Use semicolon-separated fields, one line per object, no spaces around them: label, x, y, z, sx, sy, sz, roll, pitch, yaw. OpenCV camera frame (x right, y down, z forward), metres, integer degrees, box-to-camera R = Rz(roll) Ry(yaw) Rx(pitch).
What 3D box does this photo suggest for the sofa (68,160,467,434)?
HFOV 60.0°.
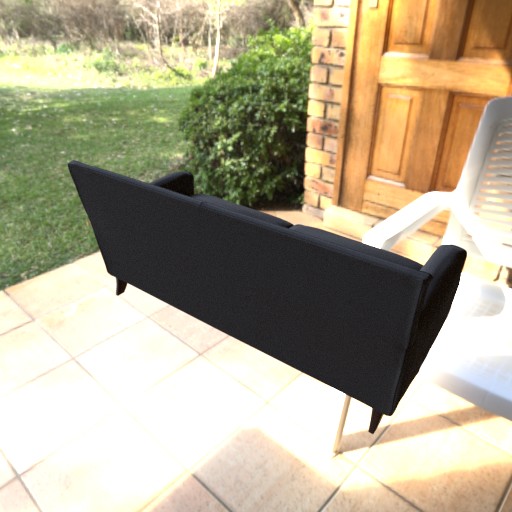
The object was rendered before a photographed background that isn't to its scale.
sofa;0.000;0.000;2.434;2.002;0.907;0.843;20;36;31
